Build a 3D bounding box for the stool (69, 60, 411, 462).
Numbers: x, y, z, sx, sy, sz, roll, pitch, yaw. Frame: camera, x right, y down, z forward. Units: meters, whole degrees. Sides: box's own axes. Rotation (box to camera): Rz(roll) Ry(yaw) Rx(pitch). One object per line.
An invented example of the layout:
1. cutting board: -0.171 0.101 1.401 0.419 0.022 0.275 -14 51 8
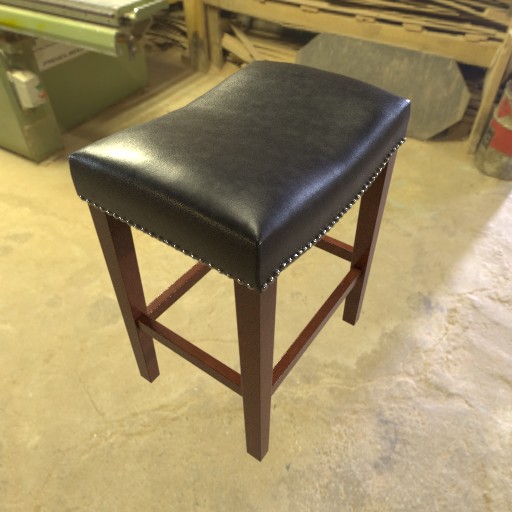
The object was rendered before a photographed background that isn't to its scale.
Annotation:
1. stool: 0.000 0.000 0.947 0.372 0.654 0.504 26 49 25
